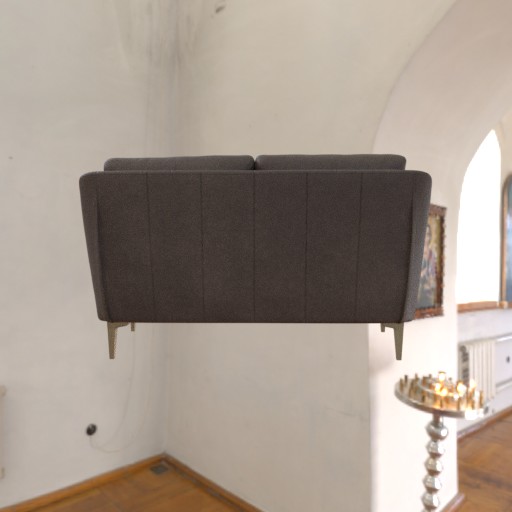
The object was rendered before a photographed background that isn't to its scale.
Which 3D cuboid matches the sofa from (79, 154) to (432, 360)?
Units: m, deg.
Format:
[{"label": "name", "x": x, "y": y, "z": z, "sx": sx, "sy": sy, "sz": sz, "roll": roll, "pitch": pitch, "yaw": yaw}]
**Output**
[{"label": "sofa", "x": 0.000, "y": 0.000, "z": 2.241, "sx": 1.619, "sy": 0.902, "sz": 0.960, "roll": 0, "pitch": 0, "yaw": 1}]
